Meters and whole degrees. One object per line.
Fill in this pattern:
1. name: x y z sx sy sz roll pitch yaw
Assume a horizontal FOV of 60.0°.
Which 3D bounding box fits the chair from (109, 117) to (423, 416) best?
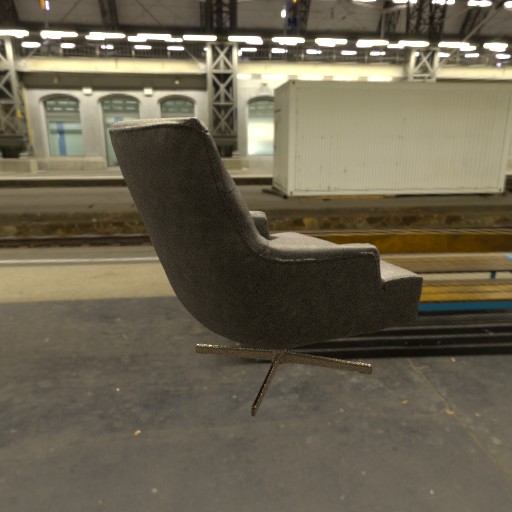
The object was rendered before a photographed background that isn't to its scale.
1. chair: 0.000 0.000 1.506 0.874 0.870 0.738 -8 17 -27
